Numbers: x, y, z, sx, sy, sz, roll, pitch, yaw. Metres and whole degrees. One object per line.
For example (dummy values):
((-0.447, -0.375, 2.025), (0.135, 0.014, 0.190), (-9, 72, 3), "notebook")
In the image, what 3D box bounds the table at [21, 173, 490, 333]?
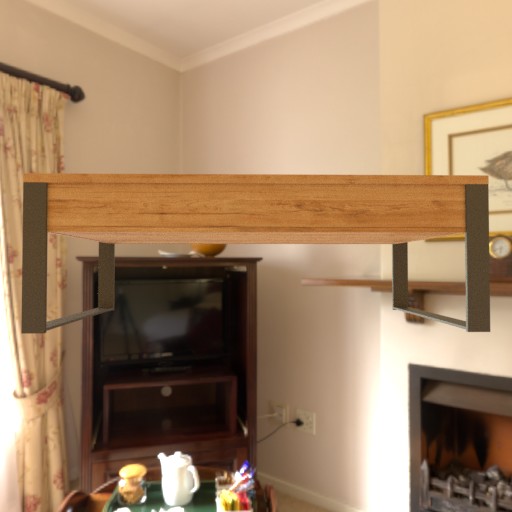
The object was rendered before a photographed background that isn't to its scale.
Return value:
((0.000, 0.000, 1.413), (1.180, 0.400, 0.590), (0, -1, -1), "table")
